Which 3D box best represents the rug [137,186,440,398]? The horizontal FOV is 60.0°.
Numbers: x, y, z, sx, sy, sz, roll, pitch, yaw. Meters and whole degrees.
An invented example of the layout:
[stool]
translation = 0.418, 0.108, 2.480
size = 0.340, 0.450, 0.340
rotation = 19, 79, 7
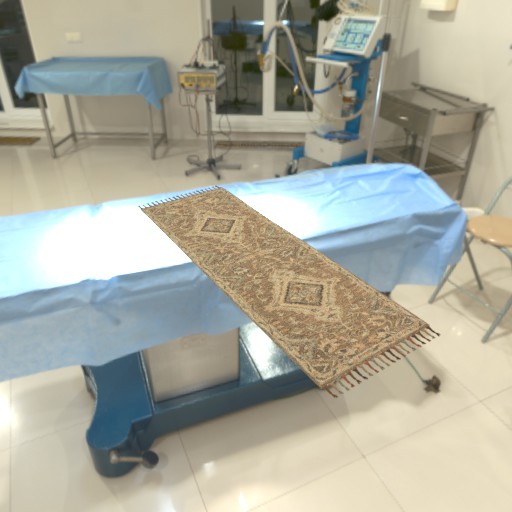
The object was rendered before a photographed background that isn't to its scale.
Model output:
[rug]
translation = 0.000, 0.000, 2.866
size = 1.324, 0.018, 2.378
rotation = -10, 34, -15
